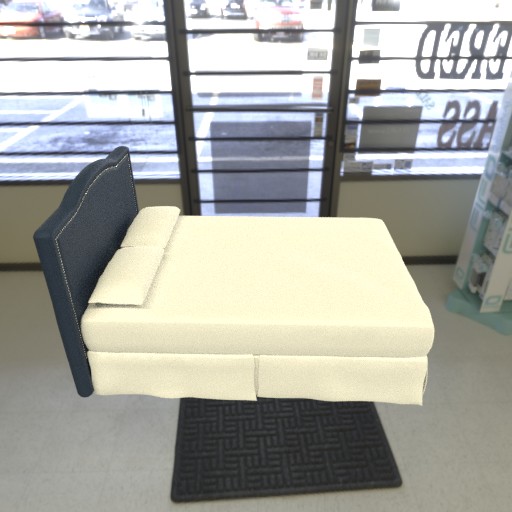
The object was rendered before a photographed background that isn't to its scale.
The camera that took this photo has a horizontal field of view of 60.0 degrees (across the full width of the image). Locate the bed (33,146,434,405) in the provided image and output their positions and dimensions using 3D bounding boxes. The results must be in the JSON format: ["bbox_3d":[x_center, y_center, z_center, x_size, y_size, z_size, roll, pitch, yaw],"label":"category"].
[{"bbox_3d":[0.000,0.000,3.529,2.507,1.441,1.741,1,31,1],"label":"bed"}]
